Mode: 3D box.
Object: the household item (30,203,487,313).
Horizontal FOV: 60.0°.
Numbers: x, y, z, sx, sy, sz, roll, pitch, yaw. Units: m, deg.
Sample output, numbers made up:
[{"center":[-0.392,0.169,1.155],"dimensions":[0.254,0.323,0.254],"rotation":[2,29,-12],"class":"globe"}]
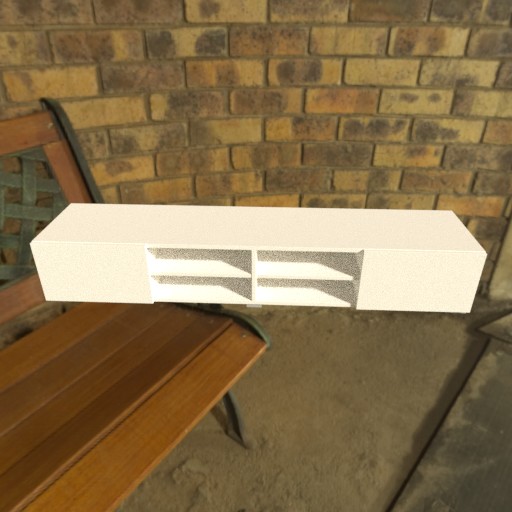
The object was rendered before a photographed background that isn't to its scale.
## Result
[{"center":[0.000,0.000,2.047],"dimensions":[1.850,0.310,0.420],"rotation":[1,30,2],"class":"household item"}]
